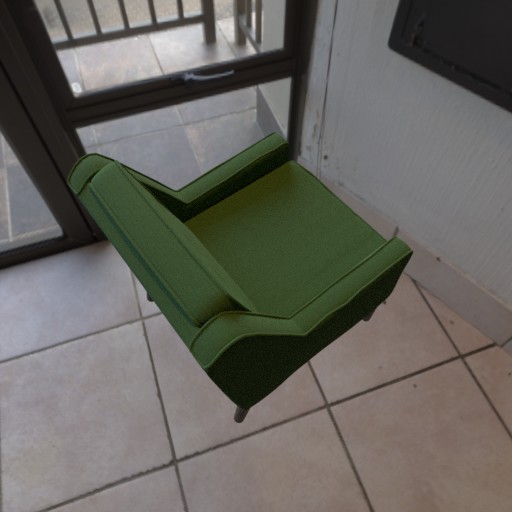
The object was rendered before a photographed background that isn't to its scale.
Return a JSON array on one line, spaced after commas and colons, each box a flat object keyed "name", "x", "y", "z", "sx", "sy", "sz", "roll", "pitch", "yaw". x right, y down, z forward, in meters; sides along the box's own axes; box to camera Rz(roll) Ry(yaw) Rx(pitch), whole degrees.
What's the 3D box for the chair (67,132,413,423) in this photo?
[{"name": "chair", "x": 0.000, "y": 0.000, "z": 1.399, "sx": 0.743, "sy": 0.792, "sz": 0.663, "roll": -33, "pitch": 63, "yaw": -19}]
